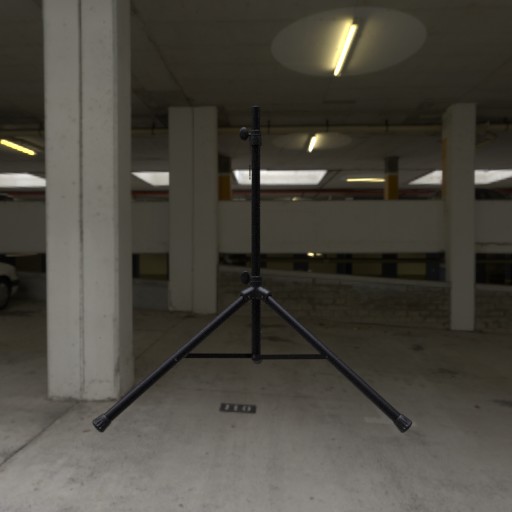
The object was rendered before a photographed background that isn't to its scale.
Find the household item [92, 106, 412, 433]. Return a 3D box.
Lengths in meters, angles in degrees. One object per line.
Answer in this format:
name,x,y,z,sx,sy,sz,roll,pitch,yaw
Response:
household item,0.000,0.000,1.849,1.045,1.136,0.907,0,1,2
